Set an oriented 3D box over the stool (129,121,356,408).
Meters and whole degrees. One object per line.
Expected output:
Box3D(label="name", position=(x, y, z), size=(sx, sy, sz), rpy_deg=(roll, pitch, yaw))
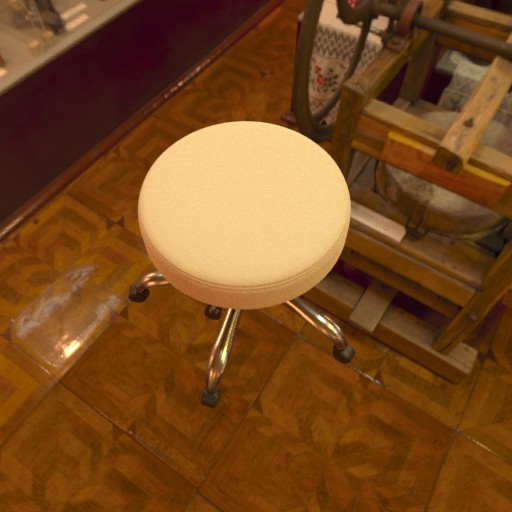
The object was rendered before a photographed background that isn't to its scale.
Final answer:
Box3D(label="stool", position=(0.000, 0.000, 1.057), size=(0.614, 0.482, 0.634), rpy_deg=(31, 64, 18))
